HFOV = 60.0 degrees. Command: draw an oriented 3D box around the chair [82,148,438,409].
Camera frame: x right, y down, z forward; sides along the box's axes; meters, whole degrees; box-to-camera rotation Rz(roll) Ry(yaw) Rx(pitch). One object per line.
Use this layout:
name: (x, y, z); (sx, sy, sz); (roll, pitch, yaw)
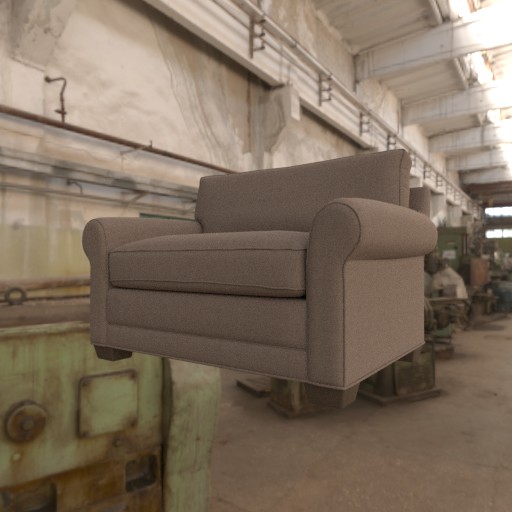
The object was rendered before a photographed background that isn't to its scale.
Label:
chair: (0.000, 0.000, 2.003); (1.390, 0.930, 0.930); (0, 0, 35)
